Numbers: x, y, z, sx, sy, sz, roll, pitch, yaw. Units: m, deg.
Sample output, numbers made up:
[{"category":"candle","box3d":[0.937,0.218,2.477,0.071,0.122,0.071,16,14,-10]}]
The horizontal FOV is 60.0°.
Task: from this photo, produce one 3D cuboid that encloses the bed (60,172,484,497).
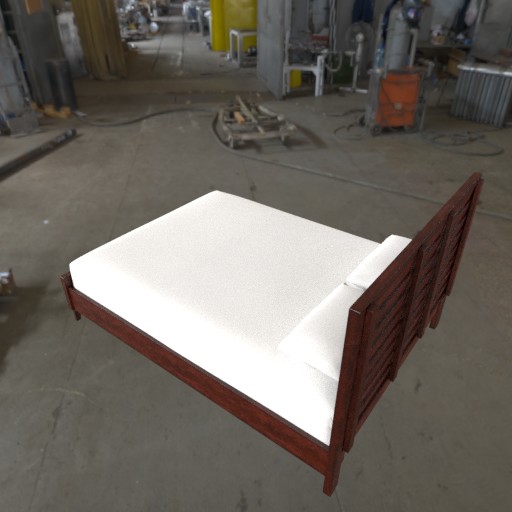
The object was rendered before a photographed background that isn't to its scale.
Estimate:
[{"category":"bed","box3d":[0.000,0.000,3.744,2.803,1.492,2.040,22,39,31]}]
